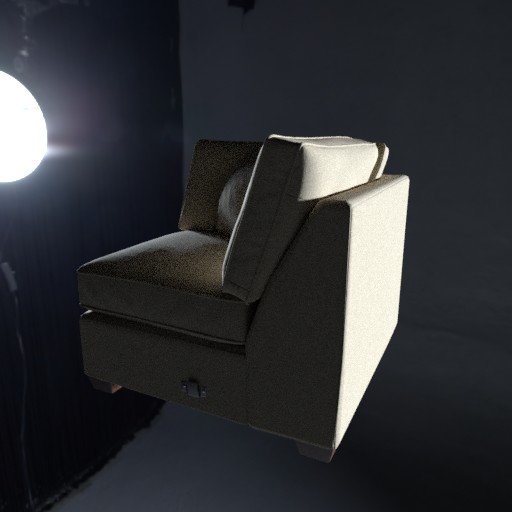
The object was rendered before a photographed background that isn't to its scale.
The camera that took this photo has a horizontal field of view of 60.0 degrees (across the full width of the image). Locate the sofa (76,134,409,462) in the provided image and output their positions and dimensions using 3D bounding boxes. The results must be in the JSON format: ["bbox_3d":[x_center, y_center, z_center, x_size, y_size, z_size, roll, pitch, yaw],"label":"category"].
[{"bbox_3d":[0.000,0.000,1.923,1.084,1.002,1.146,7,16,25],"label":"sofa"}]
